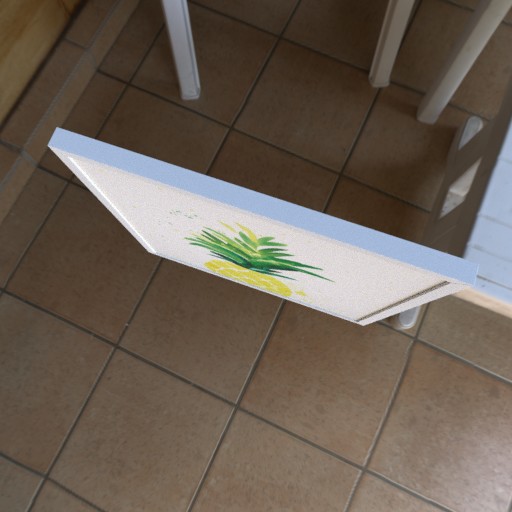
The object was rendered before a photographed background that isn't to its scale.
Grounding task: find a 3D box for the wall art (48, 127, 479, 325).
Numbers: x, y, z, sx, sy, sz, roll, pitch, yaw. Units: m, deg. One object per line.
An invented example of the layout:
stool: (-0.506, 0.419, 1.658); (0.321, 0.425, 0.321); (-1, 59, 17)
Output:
wall art: (0.000, 0.000, 1.123); (0.763, 0.761, 0.038); (19, 77, 4)
